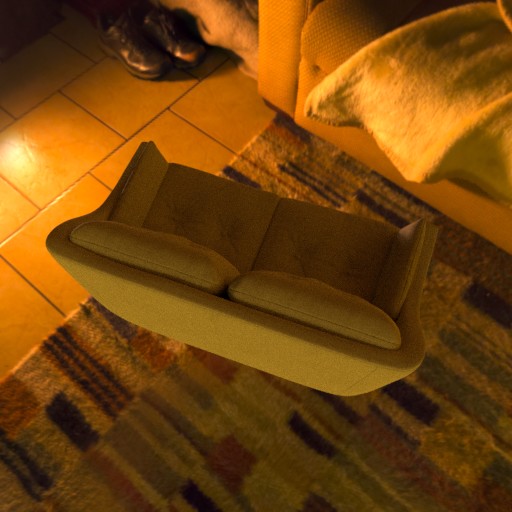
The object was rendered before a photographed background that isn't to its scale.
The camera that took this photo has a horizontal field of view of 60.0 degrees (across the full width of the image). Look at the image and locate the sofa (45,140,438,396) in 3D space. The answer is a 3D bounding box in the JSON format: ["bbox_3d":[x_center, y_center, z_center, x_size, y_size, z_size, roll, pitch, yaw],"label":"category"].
[{"bbox_3d":[0.000,0.000,2.256,1.652,0.888,0.965,18,65,9],"label":"sofa"}]
